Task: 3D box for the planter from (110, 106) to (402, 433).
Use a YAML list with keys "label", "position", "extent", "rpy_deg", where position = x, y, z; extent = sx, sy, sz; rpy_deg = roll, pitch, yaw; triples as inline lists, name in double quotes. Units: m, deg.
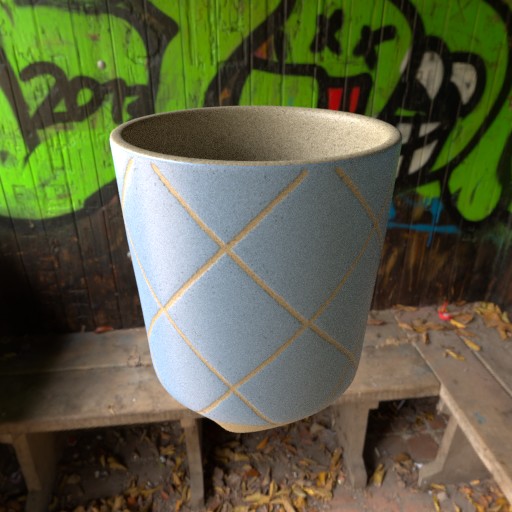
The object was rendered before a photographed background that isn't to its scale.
- label: "planter"
  position: [0.000, 0.000, 0.411]
  extent: [0.227, 0.235, 0.227]
  rpy_deg: [0, 27, 0]
